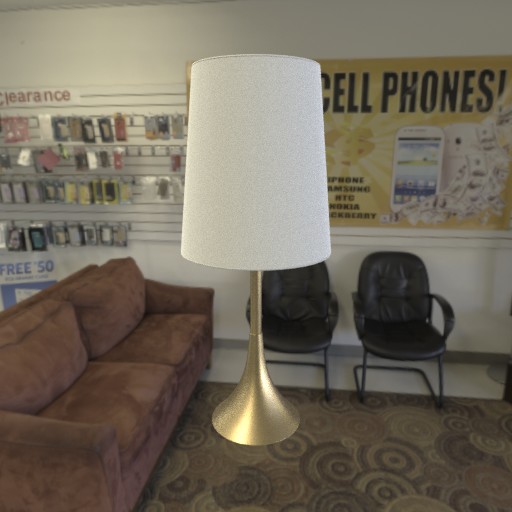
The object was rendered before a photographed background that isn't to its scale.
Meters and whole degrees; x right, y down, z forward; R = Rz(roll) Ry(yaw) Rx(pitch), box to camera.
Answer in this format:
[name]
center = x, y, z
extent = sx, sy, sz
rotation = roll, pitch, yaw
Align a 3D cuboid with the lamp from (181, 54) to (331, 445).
[lamp]
center = 0.000, 0.000, 0.692
extent = 0.231, 0.569, 0.231
rotation = 0, 14, 0
